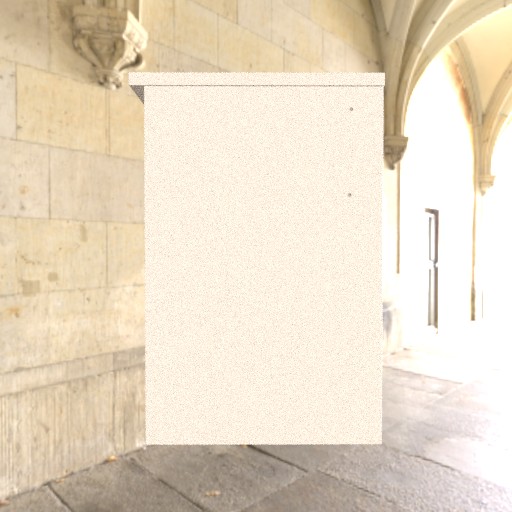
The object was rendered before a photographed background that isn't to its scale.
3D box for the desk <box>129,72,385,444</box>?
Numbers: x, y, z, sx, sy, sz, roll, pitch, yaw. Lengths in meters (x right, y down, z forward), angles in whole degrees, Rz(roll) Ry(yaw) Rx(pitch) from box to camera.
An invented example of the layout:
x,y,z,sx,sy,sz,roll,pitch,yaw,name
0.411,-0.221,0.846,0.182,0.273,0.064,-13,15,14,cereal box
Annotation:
x,y,z,sx,sy,sz,roll,pitch,yaw,name
0.000,0.000,1.317,0.498,0.729,0.900,0,1,0,desk
